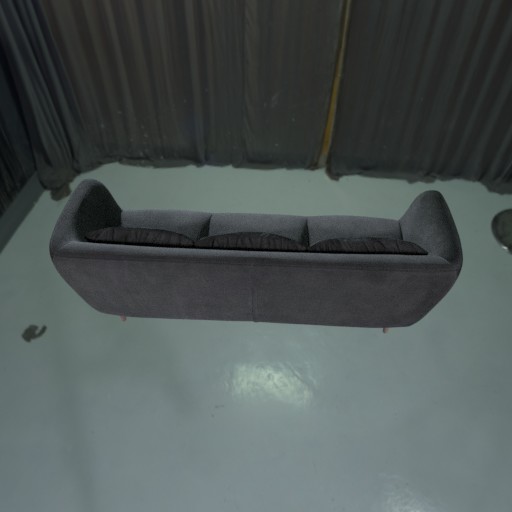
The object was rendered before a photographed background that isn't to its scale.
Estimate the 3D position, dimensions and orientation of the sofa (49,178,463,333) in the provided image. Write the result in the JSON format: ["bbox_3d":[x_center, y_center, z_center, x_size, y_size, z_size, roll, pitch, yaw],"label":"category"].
[{"bbox_3d":[0.000,0.000,2.800,2.296,0.875,0.956,2,47,2],"label":"sofa"}]
